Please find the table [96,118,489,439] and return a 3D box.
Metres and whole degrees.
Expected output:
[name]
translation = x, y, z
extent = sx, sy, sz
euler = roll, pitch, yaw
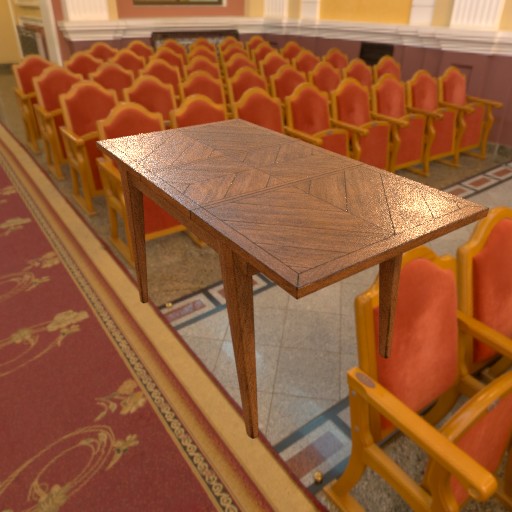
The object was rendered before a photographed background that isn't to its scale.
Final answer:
[table]
translation = 0.000, 0.000, 1.851
extent = 0.757, 0.760, 1.400
euler = -20, 36, -30
